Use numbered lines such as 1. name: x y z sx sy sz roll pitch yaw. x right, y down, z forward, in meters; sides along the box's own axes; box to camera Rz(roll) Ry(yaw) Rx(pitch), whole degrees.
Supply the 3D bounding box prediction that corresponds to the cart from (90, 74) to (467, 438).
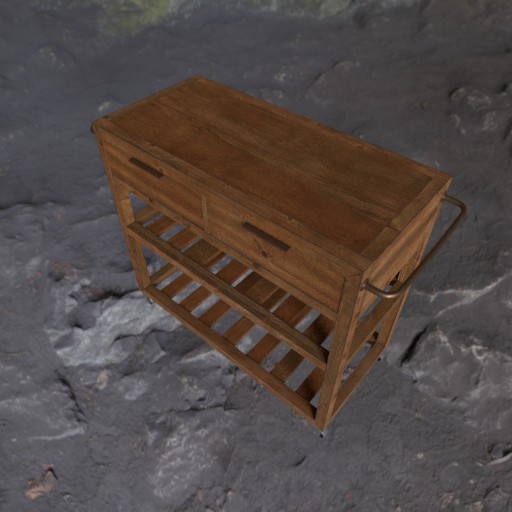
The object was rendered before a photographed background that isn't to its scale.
1. cart: 0.000 0.000 1.491 1.065 0.830 0.445 31 53 27
